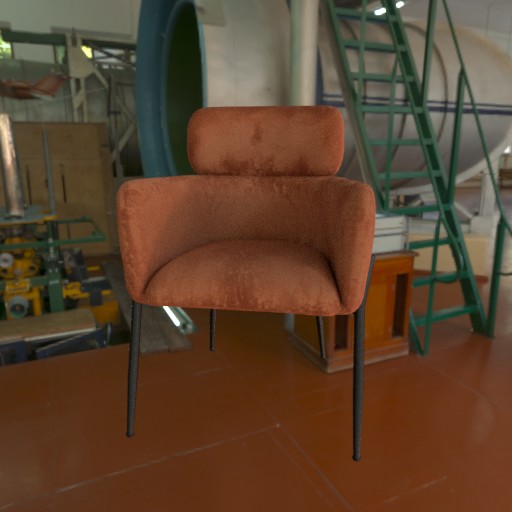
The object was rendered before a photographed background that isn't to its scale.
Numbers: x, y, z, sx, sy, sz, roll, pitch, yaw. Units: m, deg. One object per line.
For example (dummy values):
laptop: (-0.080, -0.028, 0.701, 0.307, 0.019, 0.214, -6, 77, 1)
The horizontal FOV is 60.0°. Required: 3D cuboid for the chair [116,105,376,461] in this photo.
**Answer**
chair: (0.000, 0.000, 1.145, 0.561, 0.772, 0.523, 2, 14, 9)
